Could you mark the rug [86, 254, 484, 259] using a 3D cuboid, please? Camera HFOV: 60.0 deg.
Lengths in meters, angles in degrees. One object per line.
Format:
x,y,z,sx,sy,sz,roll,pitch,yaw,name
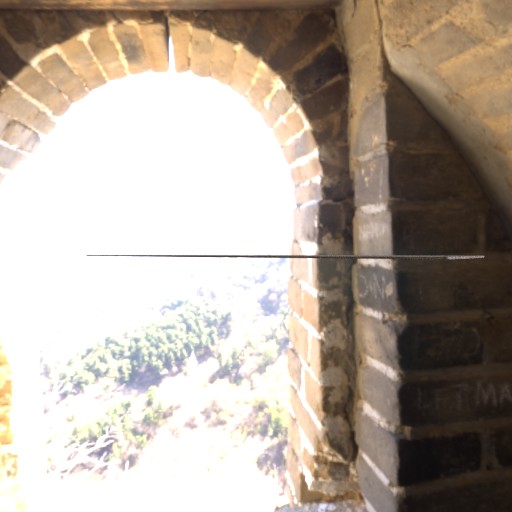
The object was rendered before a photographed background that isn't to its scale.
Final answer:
0.000,0.000,2.743,2.436,0.013,0.807,0,1,36,rug
